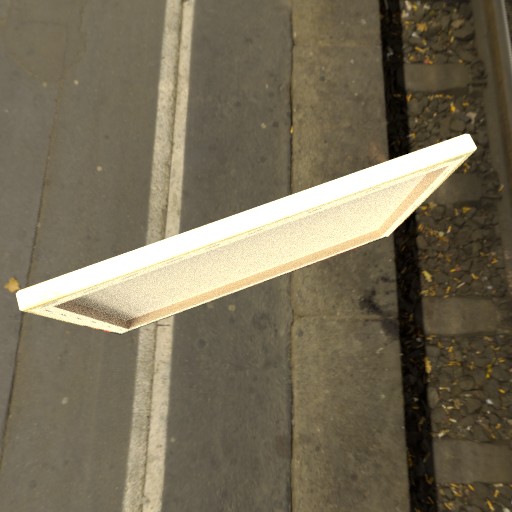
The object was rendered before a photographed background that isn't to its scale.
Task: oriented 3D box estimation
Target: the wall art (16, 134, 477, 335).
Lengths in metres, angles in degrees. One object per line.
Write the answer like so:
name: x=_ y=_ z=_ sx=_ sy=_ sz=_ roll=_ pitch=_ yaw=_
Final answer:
wall art: x=0.000 y=0.000 z=1.130 sx=0.918 sy=0.602 sz=0.038 roll=-20 pitch=77 yaw=-5
